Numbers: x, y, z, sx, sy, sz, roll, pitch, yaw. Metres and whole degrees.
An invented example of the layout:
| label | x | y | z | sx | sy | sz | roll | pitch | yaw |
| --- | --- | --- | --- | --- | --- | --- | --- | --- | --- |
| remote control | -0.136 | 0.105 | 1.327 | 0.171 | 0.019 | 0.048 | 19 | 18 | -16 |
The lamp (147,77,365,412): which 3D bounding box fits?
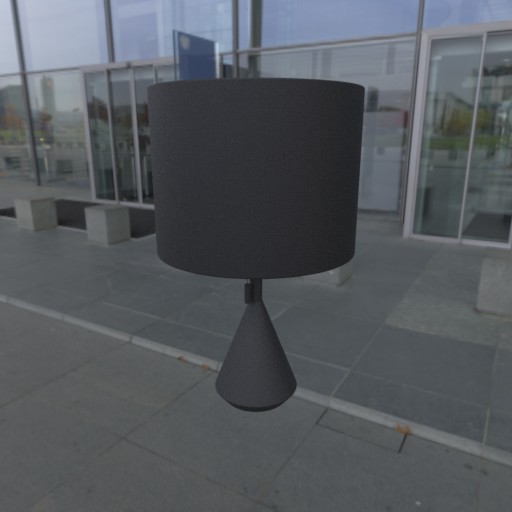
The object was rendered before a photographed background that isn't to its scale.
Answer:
| label | x | y | z | sx | sy | sz | roll | pitch | yaw |
| --- | --- | --- | --- | --- | --- | --- | --- | --- | --- |
| lamp | 0.000 | 0.000 | 0.828 | 0.359 | 0.584 | 0.359 | -15 | 22 | -42 |
